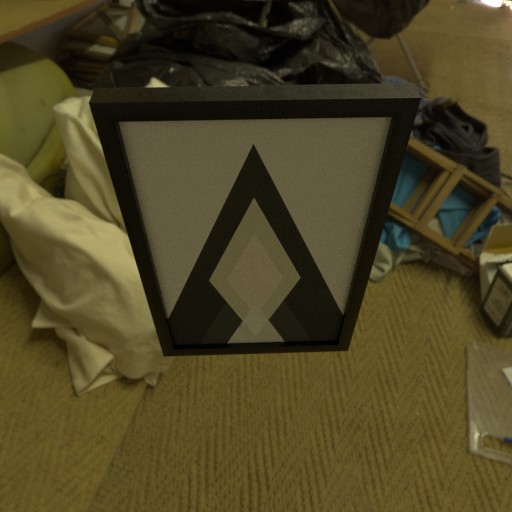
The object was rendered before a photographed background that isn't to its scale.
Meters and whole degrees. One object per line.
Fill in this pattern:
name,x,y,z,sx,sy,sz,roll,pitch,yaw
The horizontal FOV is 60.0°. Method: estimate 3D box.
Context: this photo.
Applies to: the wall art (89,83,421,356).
wall art,0.000,0.000,0.592,0.313,0.457,0.031,-1,47,-1
